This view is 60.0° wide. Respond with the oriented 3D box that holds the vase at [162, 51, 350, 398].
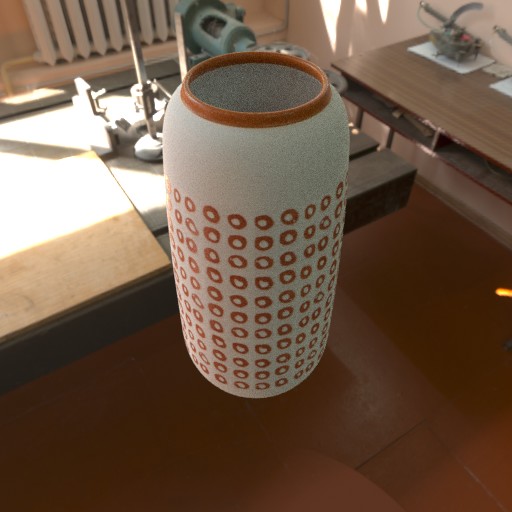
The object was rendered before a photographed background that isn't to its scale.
[{"bbox_3d":[0.000,0.000,0.347,0.133,0.282,0.133,0,46,0],"label":"vase"}]
